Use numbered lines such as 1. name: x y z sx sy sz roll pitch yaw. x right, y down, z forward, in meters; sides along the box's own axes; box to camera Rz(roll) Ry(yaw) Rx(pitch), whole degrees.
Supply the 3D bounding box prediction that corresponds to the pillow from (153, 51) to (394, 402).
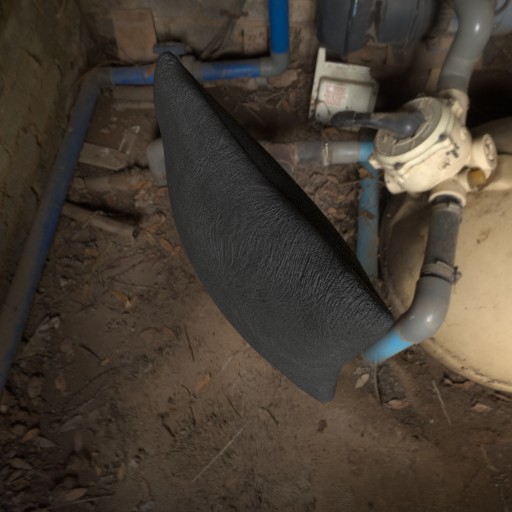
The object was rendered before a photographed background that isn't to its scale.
1. pillow: 0.000 0.000 0.798 0.210 0.523 0.533 -32 68 -15
